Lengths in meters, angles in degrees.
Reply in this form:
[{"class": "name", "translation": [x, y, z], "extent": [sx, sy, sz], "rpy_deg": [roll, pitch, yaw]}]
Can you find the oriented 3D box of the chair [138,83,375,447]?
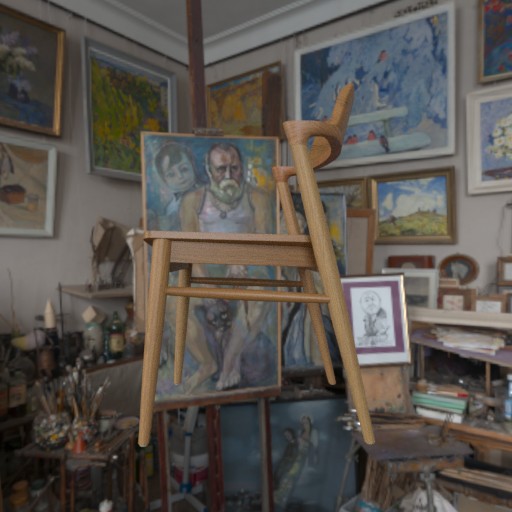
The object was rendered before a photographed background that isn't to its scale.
[{"class": "chair", "translation": [0.000, 0.000, 1.149], "extent": [0.499, 0.792, 0.512], "rpy_deg": [0, 0, -1]}]
